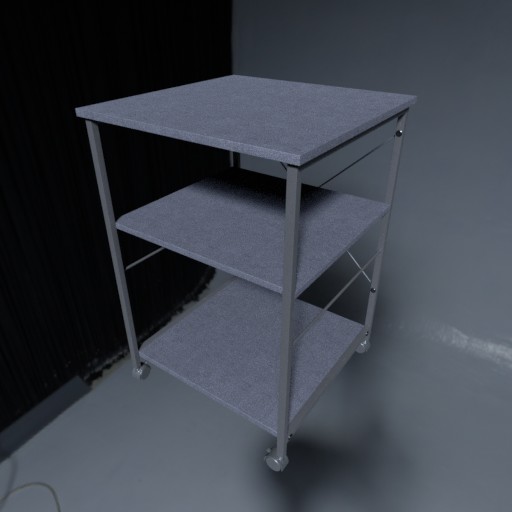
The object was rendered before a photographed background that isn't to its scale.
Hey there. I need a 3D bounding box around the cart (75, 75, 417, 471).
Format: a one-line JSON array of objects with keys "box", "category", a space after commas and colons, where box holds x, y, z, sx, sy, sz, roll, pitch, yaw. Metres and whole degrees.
[{"box": [0.000, 0.000, 1.136, 0.521, 0.762, 0.520, 20, 36, 30], "category": "cart"}]
